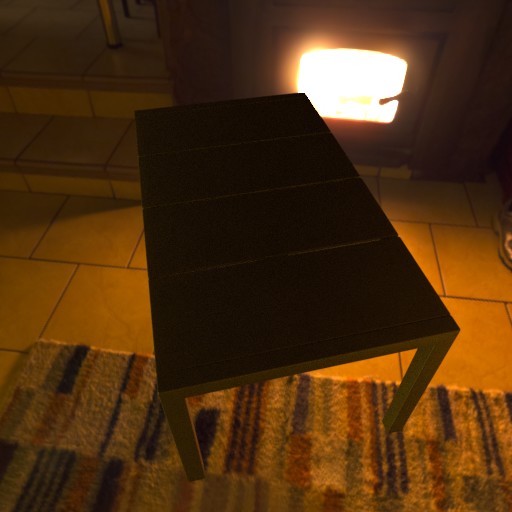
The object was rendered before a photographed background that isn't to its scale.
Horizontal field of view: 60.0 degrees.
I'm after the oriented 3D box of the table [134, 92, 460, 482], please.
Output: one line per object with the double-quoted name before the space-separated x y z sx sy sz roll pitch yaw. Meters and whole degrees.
"table" 0.000 0.000 1.266 0.559 0.460 0.965 -10 47 -9
